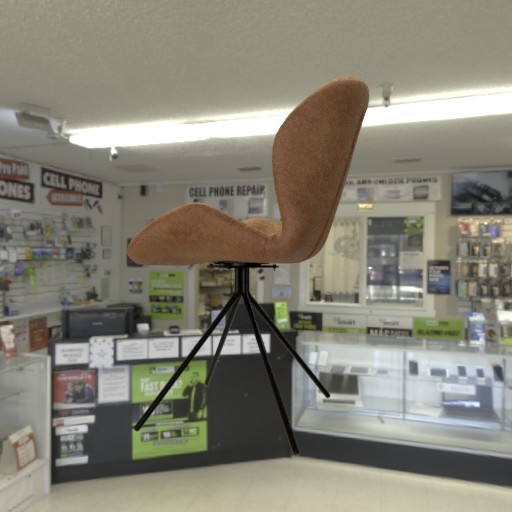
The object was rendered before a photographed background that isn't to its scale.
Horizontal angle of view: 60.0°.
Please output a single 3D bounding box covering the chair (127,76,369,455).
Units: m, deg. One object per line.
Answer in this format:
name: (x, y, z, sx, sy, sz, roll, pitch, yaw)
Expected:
chair: (0.000, 0.000, 1.293, 0.640, 0.929, 0.527, 0, 0, 19)
